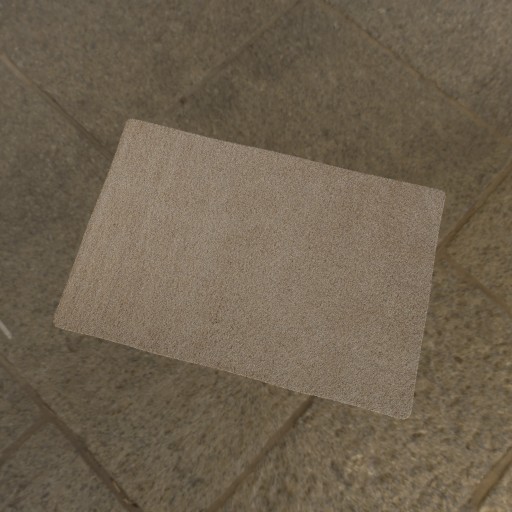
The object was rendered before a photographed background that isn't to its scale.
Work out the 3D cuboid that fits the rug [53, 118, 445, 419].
[{"bbox_3d":[0.000,0.000,3.440,2.700,0.024,1.801,14,76,4],"label":"rug"}]
